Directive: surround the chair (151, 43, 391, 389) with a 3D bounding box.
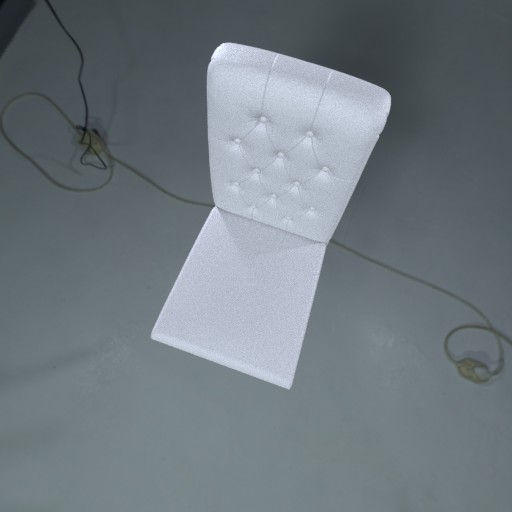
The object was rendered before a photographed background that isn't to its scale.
[{"bbox_3d":[0.000,0.000,1.351,0.456,1.006,0.671,19,75,5],"label":"chair"}]
